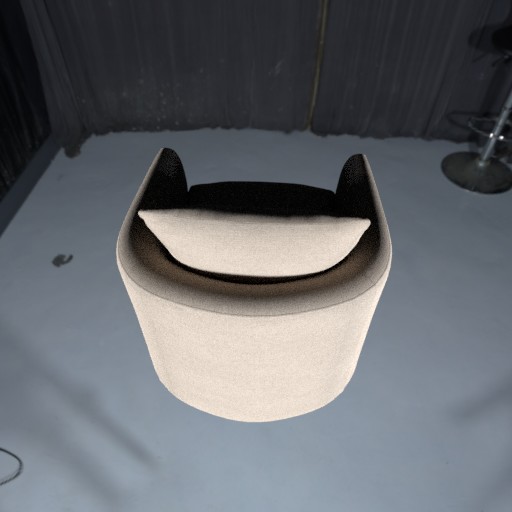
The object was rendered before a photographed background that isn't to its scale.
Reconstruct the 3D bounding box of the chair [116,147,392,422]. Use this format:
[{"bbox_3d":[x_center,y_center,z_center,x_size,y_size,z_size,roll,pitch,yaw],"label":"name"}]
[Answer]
[{"bbox_3d":[0.000,0.000,1.580,0.845,0.848,0.910,2,47,2],"label":"chair"}]
